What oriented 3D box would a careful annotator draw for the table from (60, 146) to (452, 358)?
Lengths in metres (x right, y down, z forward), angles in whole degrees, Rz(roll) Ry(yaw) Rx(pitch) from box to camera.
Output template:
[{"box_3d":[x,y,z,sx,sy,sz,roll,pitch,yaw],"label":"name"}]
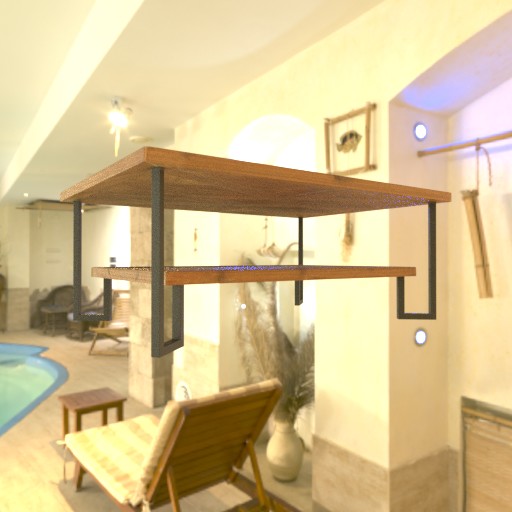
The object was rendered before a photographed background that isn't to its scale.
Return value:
[{"box_3d":[0.000,0.000,1.713,1.238,0.492,0.877,0,0,-35],"label":"table"}]
